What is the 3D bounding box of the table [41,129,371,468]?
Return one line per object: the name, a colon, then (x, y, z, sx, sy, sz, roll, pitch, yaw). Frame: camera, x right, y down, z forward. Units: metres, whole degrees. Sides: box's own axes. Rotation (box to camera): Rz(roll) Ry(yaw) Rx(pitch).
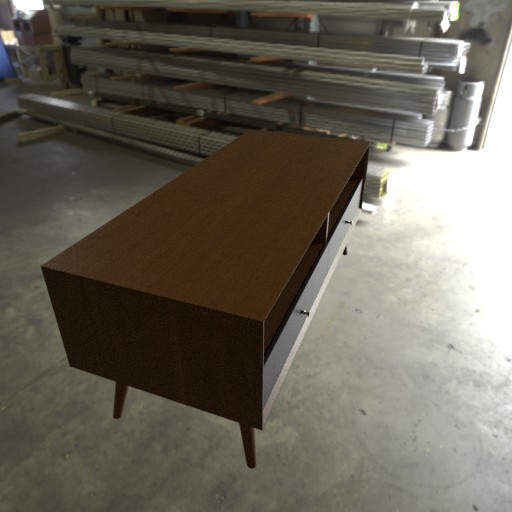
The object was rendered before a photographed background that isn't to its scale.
table: (0.000, 0.000, 1.380, 0.490, 0.464, 1.119, 11, 32, 18)
